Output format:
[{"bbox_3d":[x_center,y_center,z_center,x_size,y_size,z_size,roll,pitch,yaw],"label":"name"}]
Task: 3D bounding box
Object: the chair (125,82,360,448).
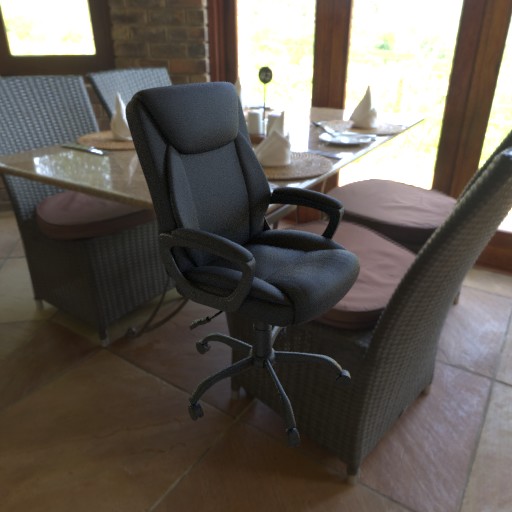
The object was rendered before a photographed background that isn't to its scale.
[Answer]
[{"bbox_3d":[0.000,0.000,1.508,0.655,1.072,0.615,18,31,33],"label":"chair"}]
